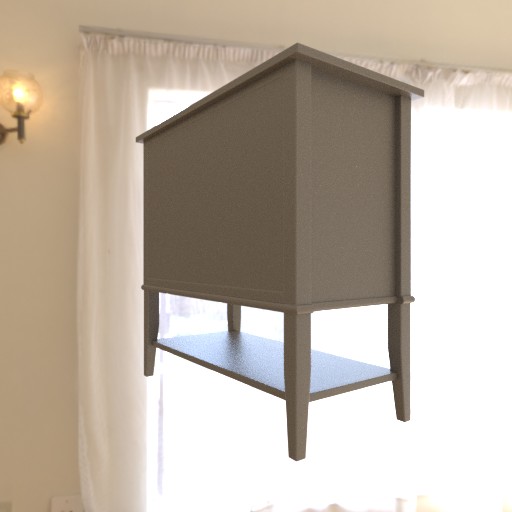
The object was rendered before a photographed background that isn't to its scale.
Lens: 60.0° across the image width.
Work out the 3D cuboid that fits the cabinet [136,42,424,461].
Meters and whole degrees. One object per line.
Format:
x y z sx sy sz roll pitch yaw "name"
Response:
0.000 0.000 1.248 0.396 0.780 0.801 0 0 -36 "cabinet"
